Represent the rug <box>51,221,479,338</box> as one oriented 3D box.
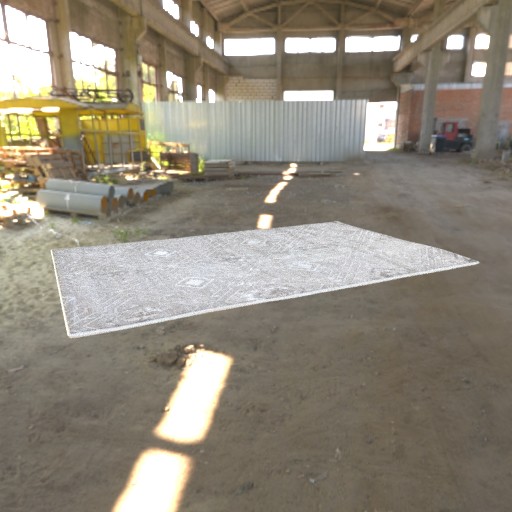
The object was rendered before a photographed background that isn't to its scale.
[{"bbox_3d":[0.000,0.000,2.964,2.447,0.036,1.537,-7,17,-25],"label":"rug"}]
